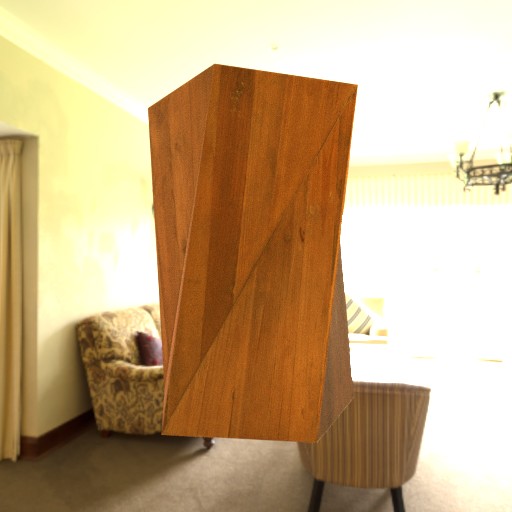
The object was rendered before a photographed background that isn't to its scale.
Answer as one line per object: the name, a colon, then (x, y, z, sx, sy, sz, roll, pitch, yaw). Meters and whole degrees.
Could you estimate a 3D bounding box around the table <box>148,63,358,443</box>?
table: (0.000, 0.000, 0.905, 0.441, 0.604, 0.425, 0, 0, -35)
